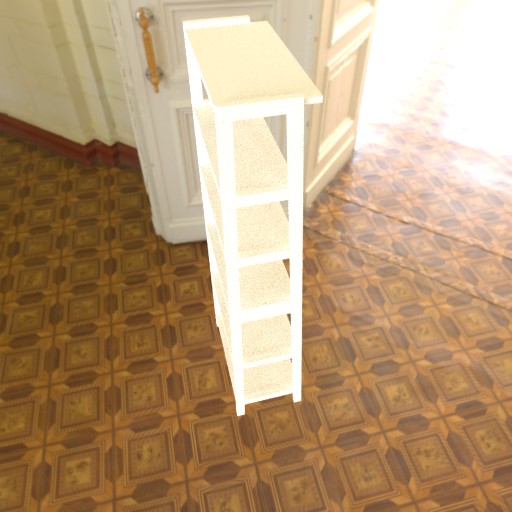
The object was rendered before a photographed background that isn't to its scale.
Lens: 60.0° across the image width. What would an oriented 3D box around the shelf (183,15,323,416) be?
[{"bbox_3d":[0.000,0.000,2.097,0.381,1.892,0.660,-10,47,-10],"label":"shelf"}]
